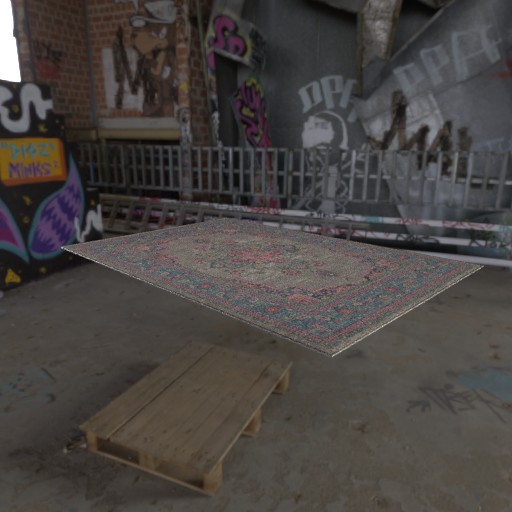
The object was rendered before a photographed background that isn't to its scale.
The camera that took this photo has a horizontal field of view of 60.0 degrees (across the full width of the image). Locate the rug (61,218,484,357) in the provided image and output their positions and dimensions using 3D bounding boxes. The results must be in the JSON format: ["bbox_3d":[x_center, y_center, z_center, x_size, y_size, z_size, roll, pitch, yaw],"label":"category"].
[{"bbox_3d":[0.000,0.000,3.647,2.890,0.013,2.005,14,21,42],"label":"rug"}]
